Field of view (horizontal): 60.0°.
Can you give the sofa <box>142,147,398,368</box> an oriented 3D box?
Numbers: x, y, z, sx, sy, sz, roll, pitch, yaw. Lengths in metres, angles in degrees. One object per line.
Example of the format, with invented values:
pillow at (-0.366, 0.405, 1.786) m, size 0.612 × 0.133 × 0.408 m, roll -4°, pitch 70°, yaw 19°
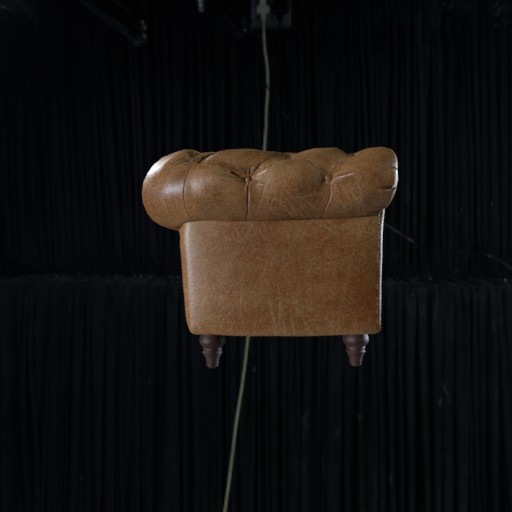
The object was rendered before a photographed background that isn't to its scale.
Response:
sofa at (0.000, 0.000, 2.556) m, size 1.042 × 0.877 × 1.979 m, roll 0°, pitch 1°, yaw 0°
